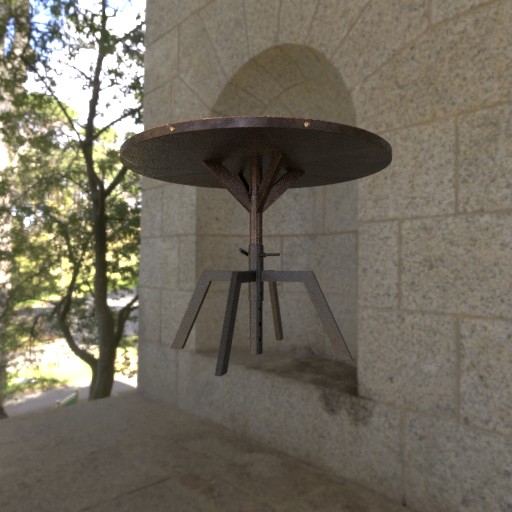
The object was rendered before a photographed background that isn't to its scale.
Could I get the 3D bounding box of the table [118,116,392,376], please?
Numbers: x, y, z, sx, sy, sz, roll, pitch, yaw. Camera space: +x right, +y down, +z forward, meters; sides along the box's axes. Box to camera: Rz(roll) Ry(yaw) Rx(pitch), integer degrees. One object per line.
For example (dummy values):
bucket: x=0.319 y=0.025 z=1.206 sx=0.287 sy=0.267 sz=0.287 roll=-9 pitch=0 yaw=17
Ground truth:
table: x=0.000 y=0.000 z=1.499 sx=0.885 sy=0.658 sz=0.885 roll=0 pitch=-1 yaw=0
